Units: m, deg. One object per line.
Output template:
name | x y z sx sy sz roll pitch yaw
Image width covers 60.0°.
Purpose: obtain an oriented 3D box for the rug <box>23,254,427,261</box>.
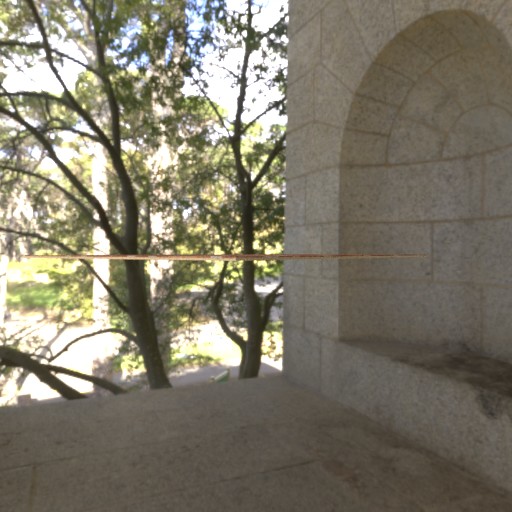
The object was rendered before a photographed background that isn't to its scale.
rug | 0.000 0.000 2.936 1.555 0.016 2.286 0 0 37
